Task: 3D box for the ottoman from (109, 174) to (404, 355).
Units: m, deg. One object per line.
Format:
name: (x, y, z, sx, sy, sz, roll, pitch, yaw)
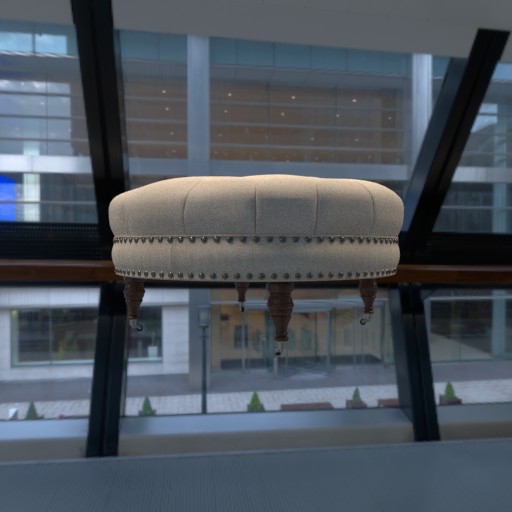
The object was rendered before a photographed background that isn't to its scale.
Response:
ottoman: (0.000, 0.000, 1.488, 0.940, 0.483, 0.940, 0, 1, 0)
